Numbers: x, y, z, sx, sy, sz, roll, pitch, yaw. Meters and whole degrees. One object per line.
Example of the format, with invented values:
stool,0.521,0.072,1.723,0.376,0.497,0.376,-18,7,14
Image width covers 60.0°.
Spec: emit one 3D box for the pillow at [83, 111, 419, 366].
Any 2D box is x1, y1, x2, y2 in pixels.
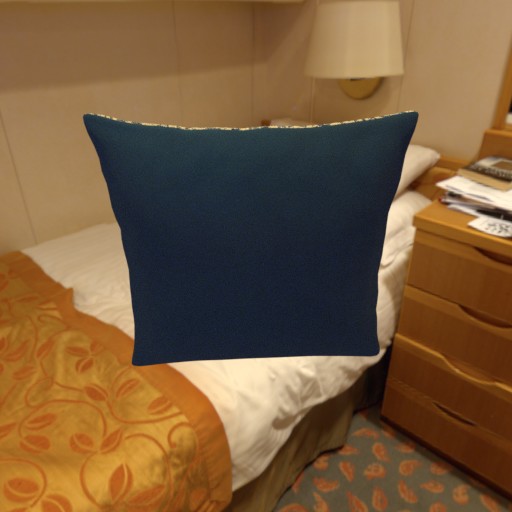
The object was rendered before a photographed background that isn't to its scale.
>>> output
pillow,0.000,0.000,0.807,0.523,0.510,0.166,-1,29,-2
